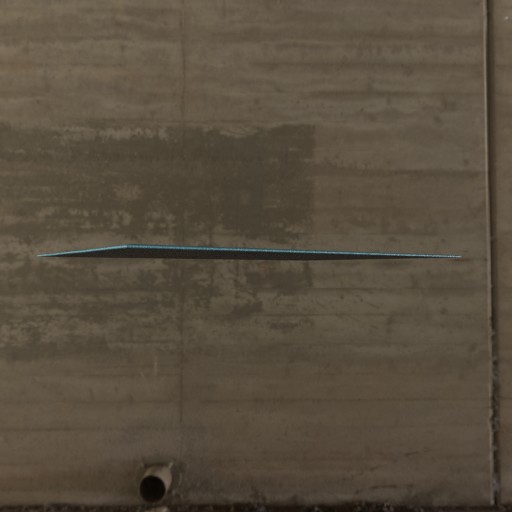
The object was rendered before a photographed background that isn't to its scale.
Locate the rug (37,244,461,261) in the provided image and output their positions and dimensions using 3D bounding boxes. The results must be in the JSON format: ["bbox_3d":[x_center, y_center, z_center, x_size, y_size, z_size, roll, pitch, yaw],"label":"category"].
[{"bbox_3d":[0.000,0.000,2.291,1.833,0.012,1.211,1,-2,-37],"label":"rug"}]
